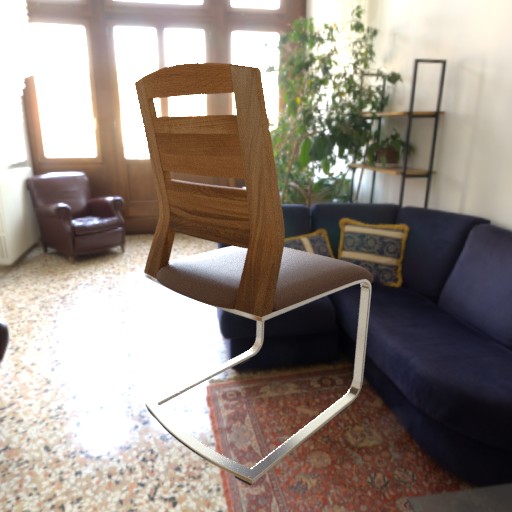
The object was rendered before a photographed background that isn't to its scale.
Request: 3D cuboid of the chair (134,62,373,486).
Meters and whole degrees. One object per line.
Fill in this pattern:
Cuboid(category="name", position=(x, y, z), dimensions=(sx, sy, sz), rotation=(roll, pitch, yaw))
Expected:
Cuboid(category="chair", position=(0.000, 0.000, 1.266), dimensions=(0.460, 0.970, 0.570), rotation=(15, 22, 41))
